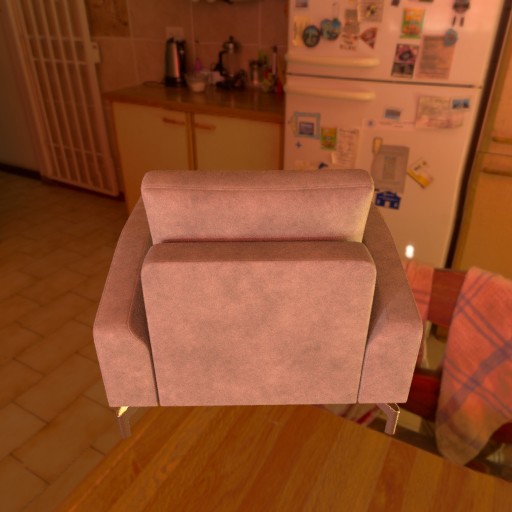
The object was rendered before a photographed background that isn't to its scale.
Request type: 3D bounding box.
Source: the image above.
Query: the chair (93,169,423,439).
[{"bbox_3d":[0.000,0.000,1.577,0.900,0.800,0.900,-1,30,-1],"label":"chair"}]
